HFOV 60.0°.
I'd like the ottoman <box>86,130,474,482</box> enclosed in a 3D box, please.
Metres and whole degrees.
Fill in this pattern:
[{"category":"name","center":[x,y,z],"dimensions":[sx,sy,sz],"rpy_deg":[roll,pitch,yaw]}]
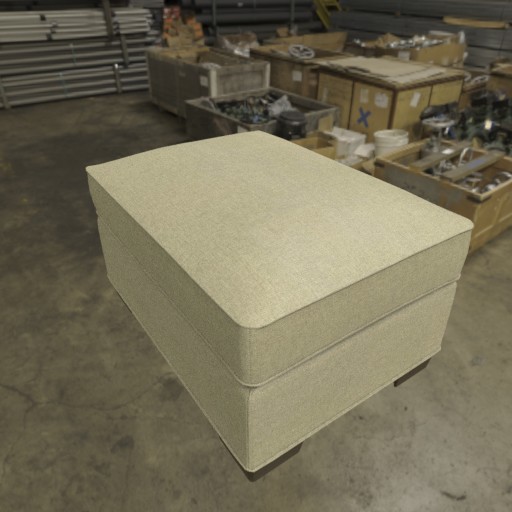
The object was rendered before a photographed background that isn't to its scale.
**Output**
[{"category":"ottoman","center":[0.000,0.000,1.210],"dimensions":[0.619,0.504,0.843],"rpy_deg":[-20,38,-29]}]
